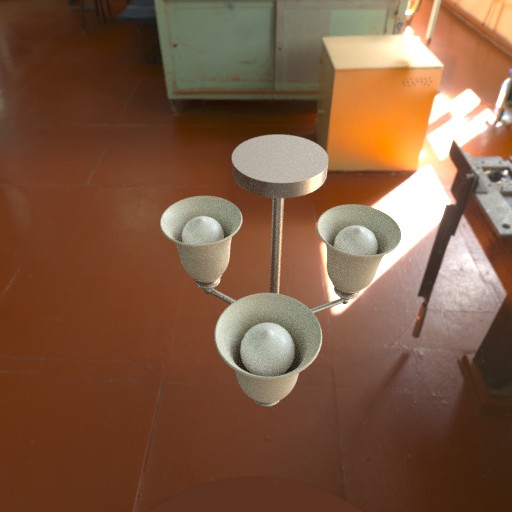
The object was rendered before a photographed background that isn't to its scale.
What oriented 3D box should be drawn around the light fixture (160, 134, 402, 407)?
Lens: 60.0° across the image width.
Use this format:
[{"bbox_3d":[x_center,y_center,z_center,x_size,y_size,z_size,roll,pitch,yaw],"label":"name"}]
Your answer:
[{"bbox_3d":[0.000,0.000,0.692,0.354,0.370,0.388,26,48,26],"label":"light fixture"}]
